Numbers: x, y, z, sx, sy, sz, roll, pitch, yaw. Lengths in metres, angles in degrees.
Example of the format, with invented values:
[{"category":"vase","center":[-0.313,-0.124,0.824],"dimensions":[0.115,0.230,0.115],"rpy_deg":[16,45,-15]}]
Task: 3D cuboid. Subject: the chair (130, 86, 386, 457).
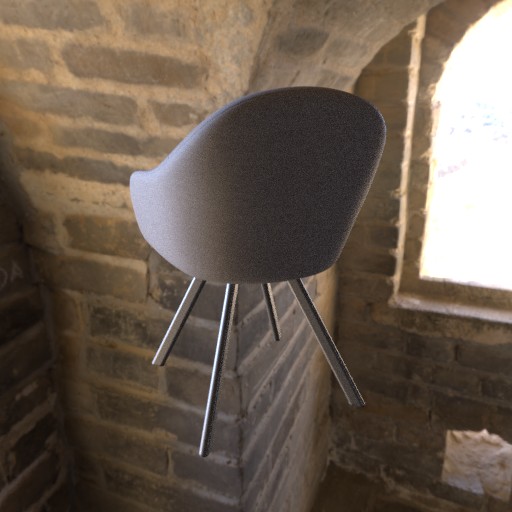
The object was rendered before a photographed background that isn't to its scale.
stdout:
[{"category":"chair","center":[0.000,0.000,1.153],"dimensions":[0.540,0.780,0.570],"rpy_deg":[-7,16,-25]}]
